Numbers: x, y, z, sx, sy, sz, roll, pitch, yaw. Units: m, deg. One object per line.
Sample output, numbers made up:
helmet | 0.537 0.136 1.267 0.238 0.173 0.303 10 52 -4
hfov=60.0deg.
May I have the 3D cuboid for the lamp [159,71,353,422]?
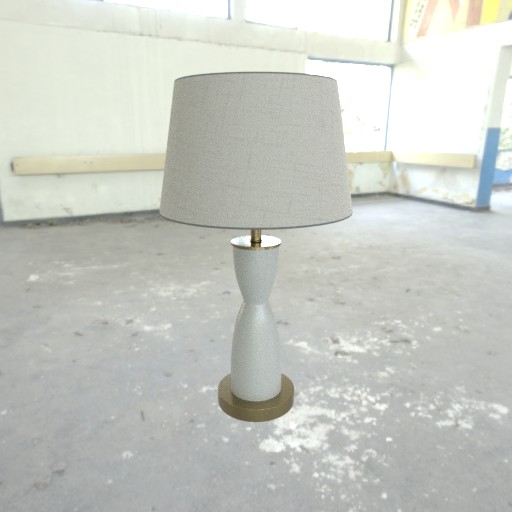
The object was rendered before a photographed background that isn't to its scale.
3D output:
lamp | 0.000 0.000 0.744 0.309 0.545 0.309 0 15 0
